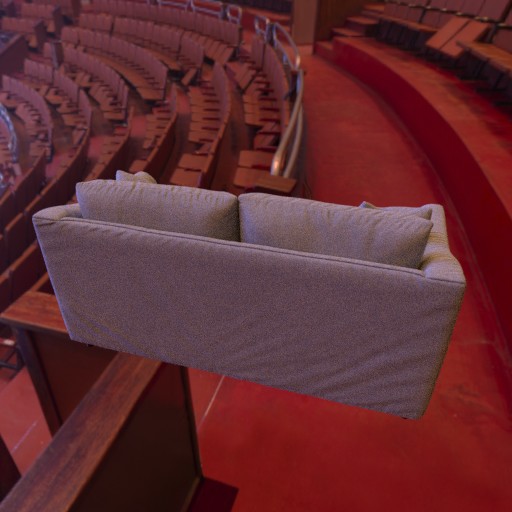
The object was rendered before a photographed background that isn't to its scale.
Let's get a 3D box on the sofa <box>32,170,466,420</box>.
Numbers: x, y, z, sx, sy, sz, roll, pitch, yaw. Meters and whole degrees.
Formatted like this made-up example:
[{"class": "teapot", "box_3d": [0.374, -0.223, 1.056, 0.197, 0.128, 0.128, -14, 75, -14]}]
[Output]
[{"class": "sofa", "box_3d": [0.000, 0.000, 2.533, 2.010, 1.018, 1.072, 9, 33, 14]}]
